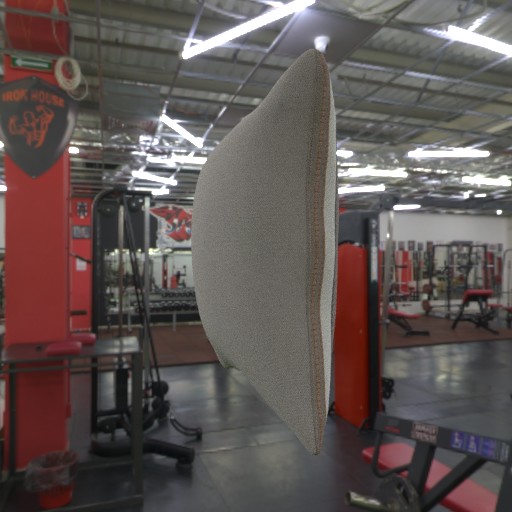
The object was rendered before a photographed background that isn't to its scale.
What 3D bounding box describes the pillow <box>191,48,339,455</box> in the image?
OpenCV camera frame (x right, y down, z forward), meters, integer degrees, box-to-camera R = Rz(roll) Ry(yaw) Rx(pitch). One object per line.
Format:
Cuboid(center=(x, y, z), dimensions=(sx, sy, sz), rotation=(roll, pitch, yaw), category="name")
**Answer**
Cuboid(center=(0.000, 0.000, 0.626), dimensions=(0.173, 0.401, 0.416), rotation=(0, -1, -17), category="pillow")
